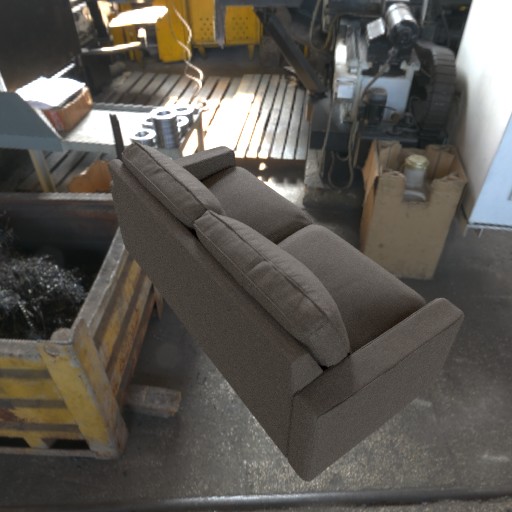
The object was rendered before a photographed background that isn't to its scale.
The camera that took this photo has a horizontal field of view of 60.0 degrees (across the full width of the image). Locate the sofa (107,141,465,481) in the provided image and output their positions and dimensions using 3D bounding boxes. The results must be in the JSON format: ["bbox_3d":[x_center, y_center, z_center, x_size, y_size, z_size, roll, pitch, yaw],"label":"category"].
[{"bbox_3d":[0.000,0.000,2.531,0.940,0.919,2.080,-25,46,-26],"label":"sofa"}]
